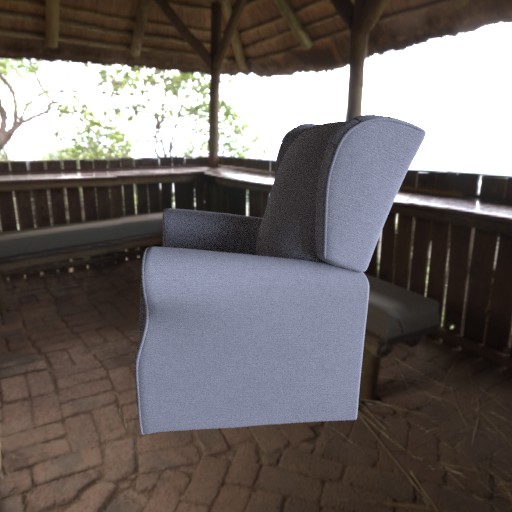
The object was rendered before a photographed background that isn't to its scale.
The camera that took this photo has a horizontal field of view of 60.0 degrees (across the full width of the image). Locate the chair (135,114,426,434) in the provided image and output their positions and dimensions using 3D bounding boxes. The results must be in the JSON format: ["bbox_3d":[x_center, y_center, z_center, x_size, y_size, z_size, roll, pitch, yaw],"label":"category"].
[{"bbox_3d":[0.000,0.000,1.640,0.854,0.966,0.906,-2,15,-7],"label":"chair"}]
